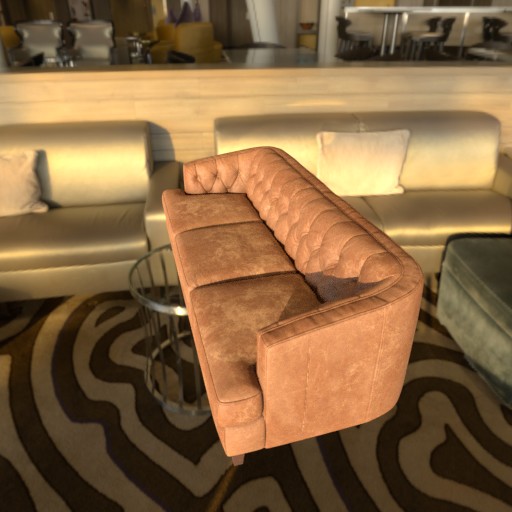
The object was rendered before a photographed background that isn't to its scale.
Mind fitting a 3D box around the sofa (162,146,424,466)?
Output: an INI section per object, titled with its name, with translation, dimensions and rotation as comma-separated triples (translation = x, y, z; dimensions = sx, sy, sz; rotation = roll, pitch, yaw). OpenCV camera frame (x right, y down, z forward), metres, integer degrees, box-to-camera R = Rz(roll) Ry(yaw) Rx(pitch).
[sofa]
translation = 0.000, 0.000, 2.654
dimensions = 0.922, 0.791, 2.257
rotation = -8, 30, -14
